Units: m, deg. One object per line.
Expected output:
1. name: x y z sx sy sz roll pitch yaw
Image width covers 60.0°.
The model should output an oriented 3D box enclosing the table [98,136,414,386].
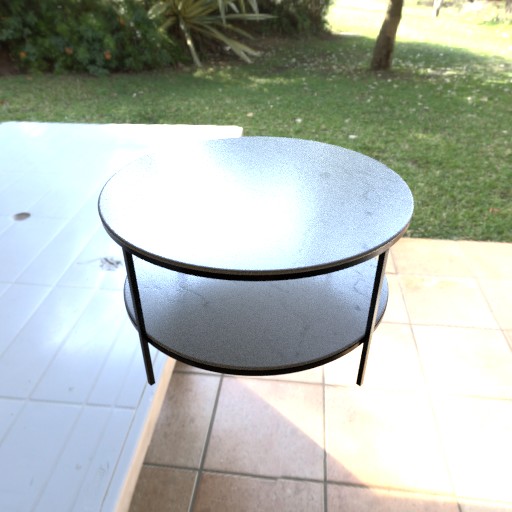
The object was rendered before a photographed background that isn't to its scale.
1. table: 0.000 0.000 1.289 0.800 0.450 0.800 0 33 0
